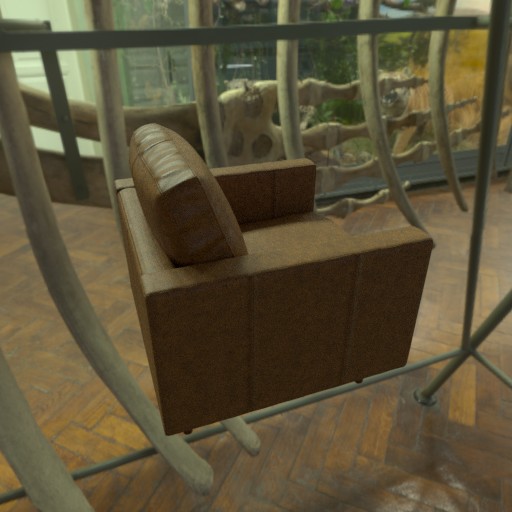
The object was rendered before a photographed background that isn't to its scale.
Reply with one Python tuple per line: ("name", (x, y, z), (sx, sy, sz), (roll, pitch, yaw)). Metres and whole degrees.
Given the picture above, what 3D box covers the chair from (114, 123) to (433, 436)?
("chair", (0.000, 0.000, 1.682), (0.909, 0.956, 0.890), (-10, 31, -18))
